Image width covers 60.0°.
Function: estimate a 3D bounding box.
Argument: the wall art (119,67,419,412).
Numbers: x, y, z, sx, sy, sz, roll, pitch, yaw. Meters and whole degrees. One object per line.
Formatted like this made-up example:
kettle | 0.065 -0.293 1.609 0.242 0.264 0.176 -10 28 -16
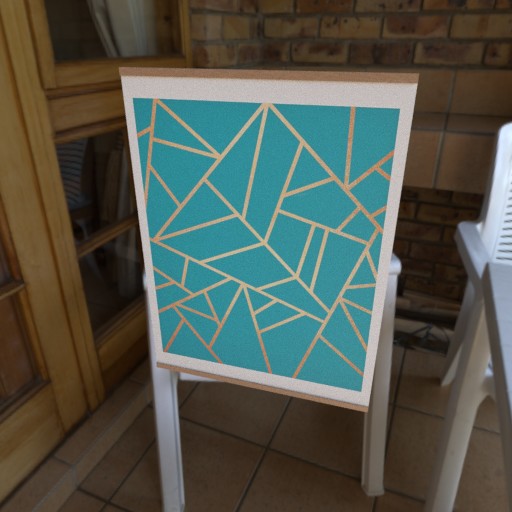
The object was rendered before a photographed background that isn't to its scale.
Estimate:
wall art | 0.000 0.000 1.312 0.758 1.016 0.013 8 27 15
